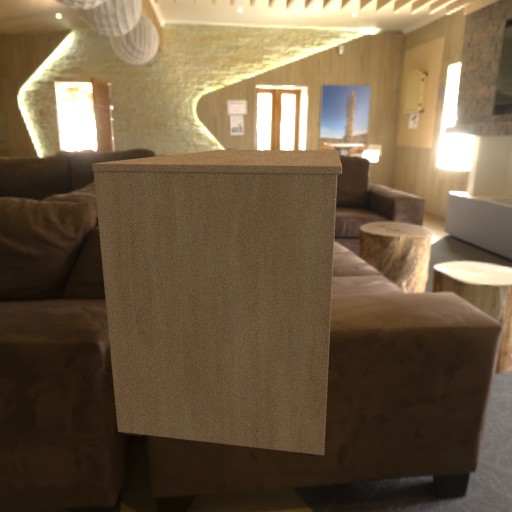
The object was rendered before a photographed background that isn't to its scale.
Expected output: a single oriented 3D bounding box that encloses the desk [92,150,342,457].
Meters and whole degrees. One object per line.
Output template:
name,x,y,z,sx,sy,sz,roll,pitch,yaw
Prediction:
desk,0.000,0.000,1.728,0.600,0.770,1.251,3,15,9
